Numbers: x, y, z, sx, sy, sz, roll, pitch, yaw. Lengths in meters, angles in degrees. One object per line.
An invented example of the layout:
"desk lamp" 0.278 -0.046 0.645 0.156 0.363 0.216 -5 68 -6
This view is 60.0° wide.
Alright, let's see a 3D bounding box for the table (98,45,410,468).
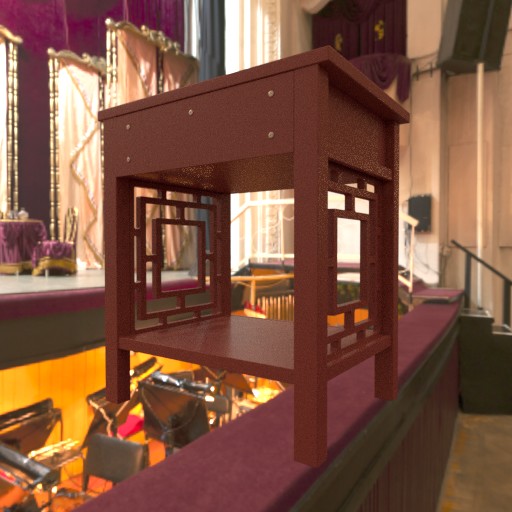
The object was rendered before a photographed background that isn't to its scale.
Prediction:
"table" 0.000 0.000 1.066 0.599 0.686 0.451 1 2 35
